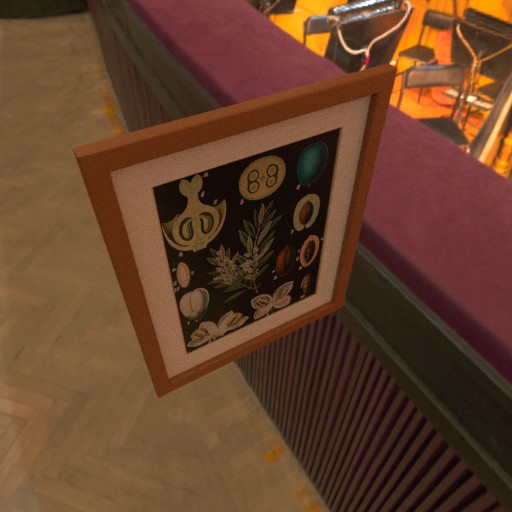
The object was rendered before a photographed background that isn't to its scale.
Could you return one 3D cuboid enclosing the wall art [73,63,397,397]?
[{"bbox_3d":[0.000,0.000,0.517,0.310,0.379,0.015,-22,50,-20],"label":"wall art"}]
